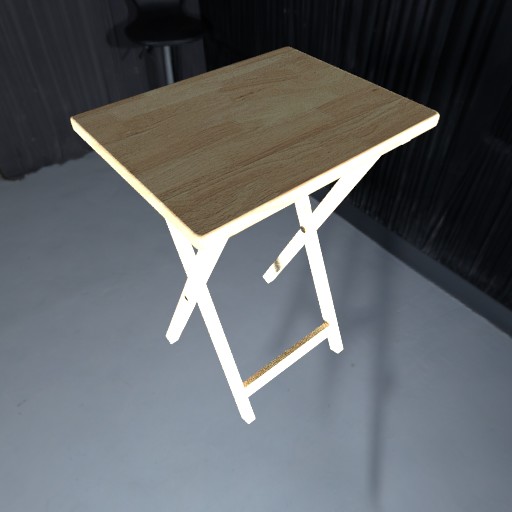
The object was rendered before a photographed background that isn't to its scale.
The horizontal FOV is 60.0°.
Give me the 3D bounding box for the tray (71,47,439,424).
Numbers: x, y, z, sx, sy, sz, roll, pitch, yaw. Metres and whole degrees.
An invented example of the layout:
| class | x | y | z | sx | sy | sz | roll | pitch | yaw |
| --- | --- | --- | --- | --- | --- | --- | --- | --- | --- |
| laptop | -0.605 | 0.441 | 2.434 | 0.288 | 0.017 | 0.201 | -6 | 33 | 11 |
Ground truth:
| class | x | y | z | sx | sy | sz | roll | pitch | yaw |
| --- | --- | --- | --- | --- | --- | --- | --- | --- | --- |
| tray | 0.000 | 0.000 | 0.962 | 0.483 | 0.660 | 0.381 | -30 | 53 | -26 |
